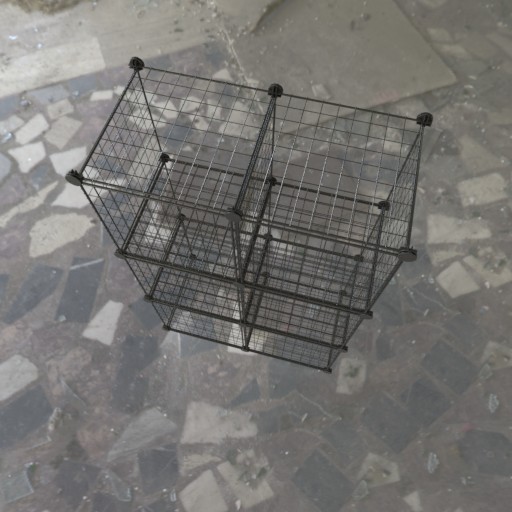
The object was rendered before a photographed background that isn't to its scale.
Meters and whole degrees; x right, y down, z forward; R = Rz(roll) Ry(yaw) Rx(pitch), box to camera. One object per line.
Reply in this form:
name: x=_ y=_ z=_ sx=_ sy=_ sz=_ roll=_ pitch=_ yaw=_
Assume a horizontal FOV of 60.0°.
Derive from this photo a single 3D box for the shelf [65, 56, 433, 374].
shelf: x=0.000 y=0.000 z=1.404 sx=0.711 sy=1.067 sz=0.356 roll=13 pitch=64 yaw=7
